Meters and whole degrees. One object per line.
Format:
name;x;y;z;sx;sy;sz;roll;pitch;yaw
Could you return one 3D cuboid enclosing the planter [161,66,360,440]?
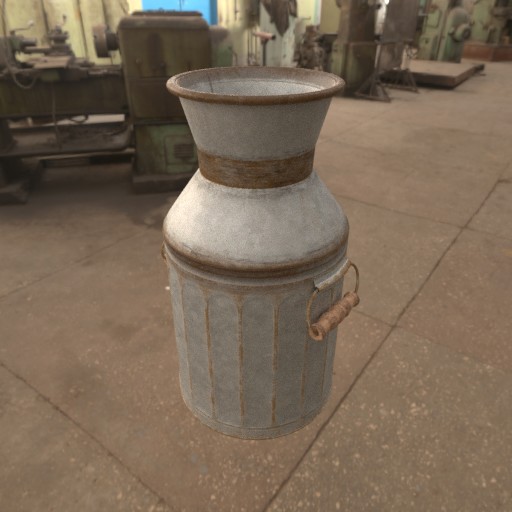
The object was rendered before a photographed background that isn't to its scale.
planter;0.000;0.000;0.527;0.245;0.396;0.214;22;37;32
